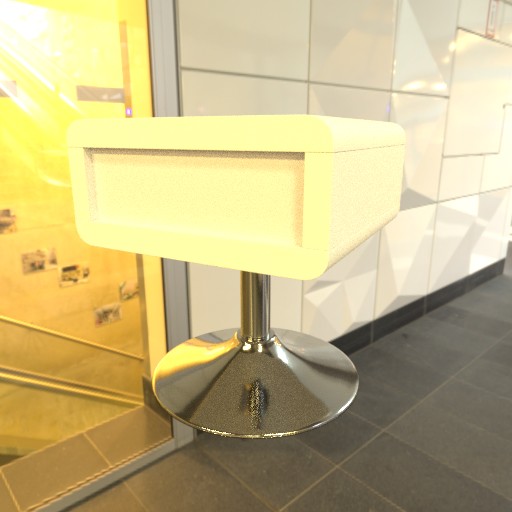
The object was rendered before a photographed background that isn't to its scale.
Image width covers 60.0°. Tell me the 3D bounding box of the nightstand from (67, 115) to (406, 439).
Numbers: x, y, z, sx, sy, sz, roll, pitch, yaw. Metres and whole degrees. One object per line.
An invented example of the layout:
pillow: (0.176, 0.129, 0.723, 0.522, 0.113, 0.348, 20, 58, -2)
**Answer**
nightstand: (0.000, 0.000, 0.766, 0.399, 0.447, 0.404, 8, 17, 27)
